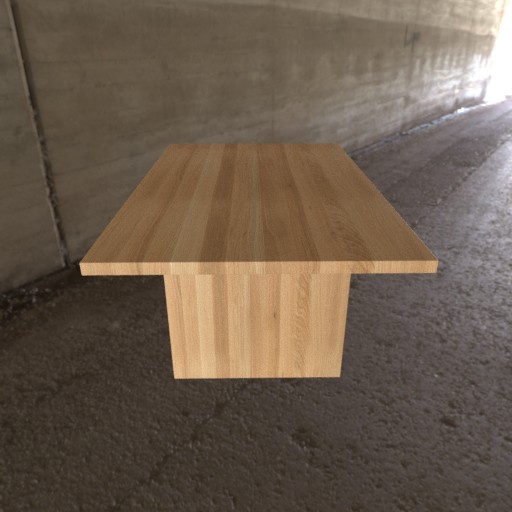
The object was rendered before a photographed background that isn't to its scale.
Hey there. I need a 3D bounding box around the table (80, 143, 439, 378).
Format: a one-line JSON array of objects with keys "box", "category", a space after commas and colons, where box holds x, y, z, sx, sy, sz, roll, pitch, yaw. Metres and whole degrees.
[{"box": [0.000, 0.000, 1.468, 0.700, 0.510, 1.100, 0, 26, -1], "category": "table"}]
